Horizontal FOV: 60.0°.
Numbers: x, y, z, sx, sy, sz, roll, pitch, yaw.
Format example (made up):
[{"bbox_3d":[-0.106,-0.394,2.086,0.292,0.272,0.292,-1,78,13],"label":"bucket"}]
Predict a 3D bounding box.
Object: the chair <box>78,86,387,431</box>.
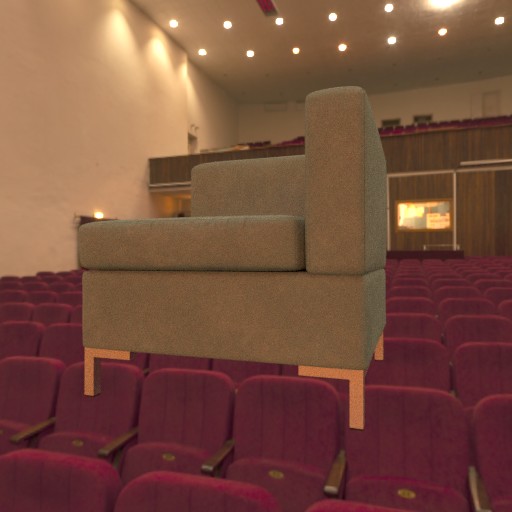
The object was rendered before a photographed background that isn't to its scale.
[{"bbox_3d":[0.000,0.000,1.221,0.680,0.660,0.680,0,0,19],"label":"chair"}]
